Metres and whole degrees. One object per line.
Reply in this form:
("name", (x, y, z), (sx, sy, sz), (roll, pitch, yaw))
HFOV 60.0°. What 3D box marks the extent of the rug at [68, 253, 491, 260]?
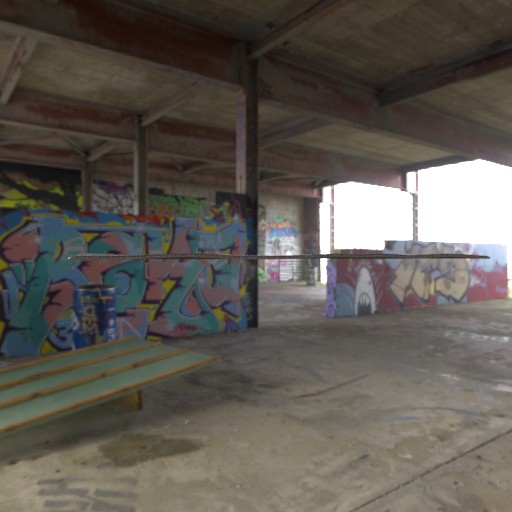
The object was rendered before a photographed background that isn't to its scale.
("rug", (0.000, 0.000, 0.888), (0.642, 0.008, 0.551), (0, 0, -16))
